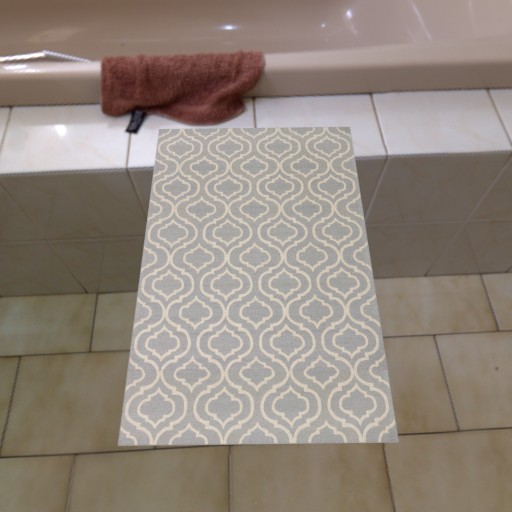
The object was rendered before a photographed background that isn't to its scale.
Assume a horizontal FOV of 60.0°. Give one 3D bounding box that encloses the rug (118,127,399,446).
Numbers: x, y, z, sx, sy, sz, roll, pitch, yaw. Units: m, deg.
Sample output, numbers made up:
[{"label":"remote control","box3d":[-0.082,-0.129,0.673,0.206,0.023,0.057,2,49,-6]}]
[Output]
[{"label":"rug","box3d":[0.000,0.000,2.224,1.141,0.015,1.749,-1,61,0]}]
